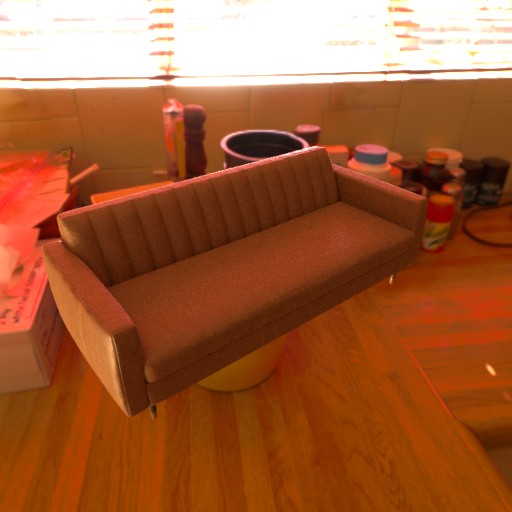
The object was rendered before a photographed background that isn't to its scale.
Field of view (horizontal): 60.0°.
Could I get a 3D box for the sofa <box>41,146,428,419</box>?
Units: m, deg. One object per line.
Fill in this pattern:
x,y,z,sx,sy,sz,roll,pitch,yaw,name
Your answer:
0.000,0.000,2.793,2.291,0.821,0.990,-22,37,-32,sofa
